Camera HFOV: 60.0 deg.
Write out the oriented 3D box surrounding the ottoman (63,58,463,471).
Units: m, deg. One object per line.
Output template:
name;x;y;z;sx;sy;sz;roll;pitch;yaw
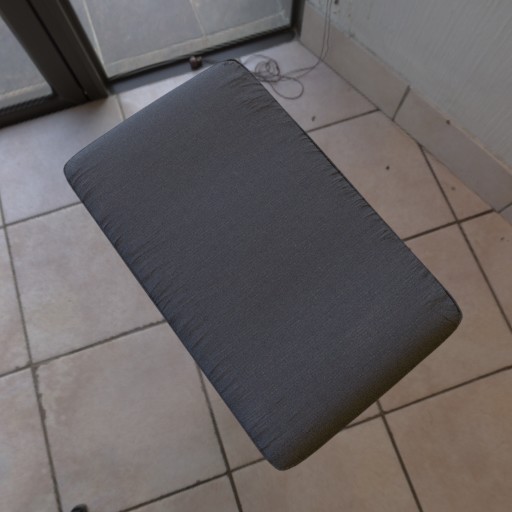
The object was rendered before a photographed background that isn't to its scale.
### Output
ottoman;0.000;0.000;1.191;0.570;0.438;0.885;-37;78;-9
